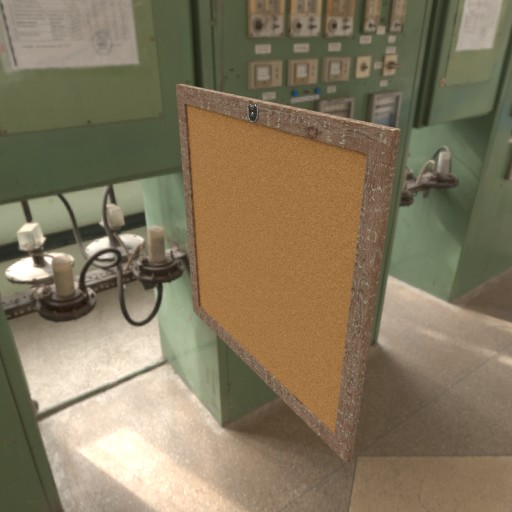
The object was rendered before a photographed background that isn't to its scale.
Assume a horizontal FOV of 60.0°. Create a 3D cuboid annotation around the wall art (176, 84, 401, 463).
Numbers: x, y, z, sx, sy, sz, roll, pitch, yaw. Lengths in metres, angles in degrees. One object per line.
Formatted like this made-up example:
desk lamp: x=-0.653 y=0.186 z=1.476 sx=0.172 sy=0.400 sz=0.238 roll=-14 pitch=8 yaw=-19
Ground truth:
wall art: x=0.000 y=0.000 z=0.575 sx=0.012 sy=0.384 sz=0.384 roll=-18 pitch=32 yaw=-31
